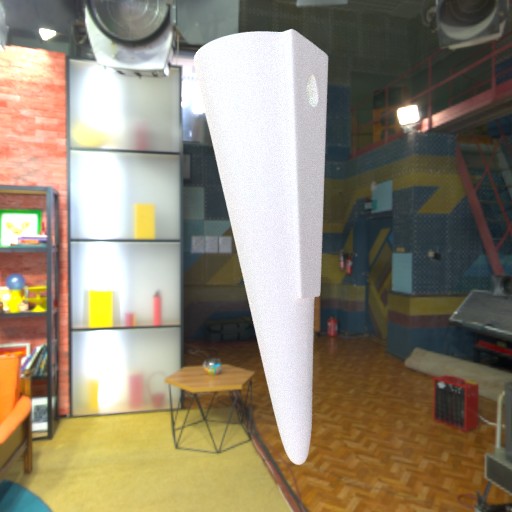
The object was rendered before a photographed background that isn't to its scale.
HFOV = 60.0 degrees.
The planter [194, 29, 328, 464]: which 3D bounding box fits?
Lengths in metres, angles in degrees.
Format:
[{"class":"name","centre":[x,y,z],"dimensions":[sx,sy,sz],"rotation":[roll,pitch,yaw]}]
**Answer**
[{"class":"planter","centre":[0.000,0.000,0.220],"dimensions":[0.064,0.193,0.057],"rotation":[1,1,37]}]
